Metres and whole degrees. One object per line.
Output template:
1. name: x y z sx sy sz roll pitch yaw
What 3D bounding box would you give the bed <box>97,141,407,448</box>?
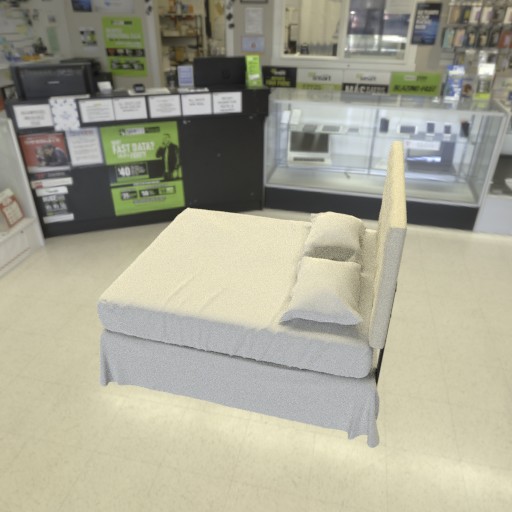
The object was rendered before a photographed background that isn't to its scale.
1. bed: 0.000 0.000 3.574 2.222 1.577 1.936 8 32 13
